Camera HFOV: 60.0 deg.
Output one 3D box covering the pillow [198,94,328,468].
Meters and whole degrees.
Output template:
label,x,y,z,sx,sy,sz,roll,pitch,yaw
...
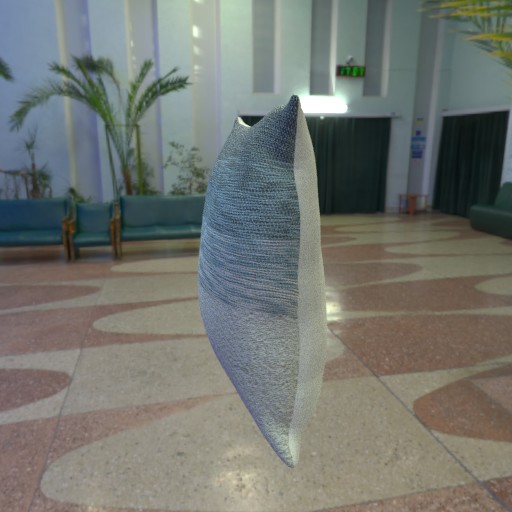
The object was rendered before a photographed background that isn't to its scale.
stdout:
label,x,y,z,sx,sy,sz,roll,pitch,yaw
pillow,0.000,0.000,0.689,0.182,0.441,0.440,-2,14,-10
